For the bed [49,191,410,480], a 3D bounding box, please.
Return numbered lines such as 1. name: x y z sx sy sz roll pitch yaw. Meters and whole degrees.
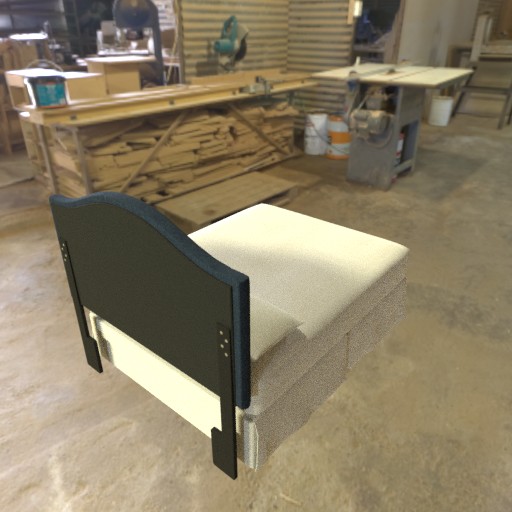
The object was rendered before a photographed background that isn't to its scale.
1. bed: 0.000 0.000 3.312 1.713 1.518 2.153 22 35 34
